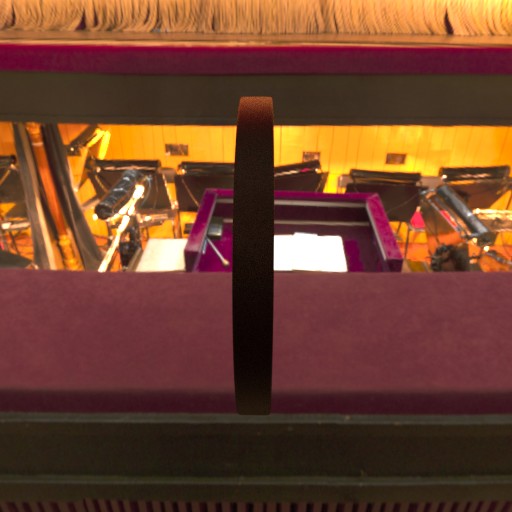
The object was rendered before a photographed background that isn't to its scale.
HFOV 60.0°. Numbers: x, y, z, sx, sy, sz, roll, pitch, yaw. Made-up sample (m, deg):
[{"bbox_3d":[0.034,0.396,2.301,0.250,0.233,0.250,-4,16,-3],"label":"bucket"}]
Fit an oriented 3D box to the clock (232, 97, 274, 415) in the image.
[{"bbox_3d":[0.000,0.000,0.464,0.029,0.314,0.314,0,31,1],"label":"clock"}]
